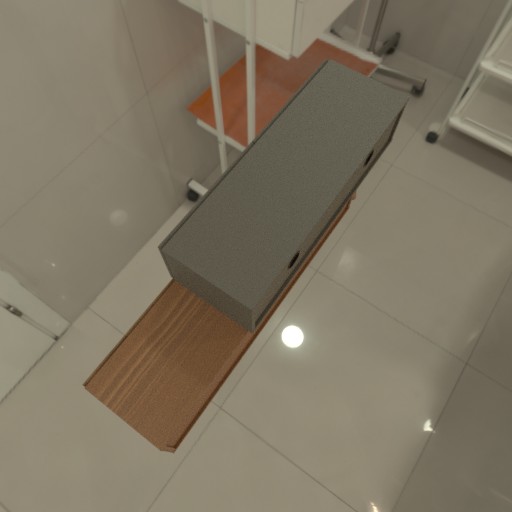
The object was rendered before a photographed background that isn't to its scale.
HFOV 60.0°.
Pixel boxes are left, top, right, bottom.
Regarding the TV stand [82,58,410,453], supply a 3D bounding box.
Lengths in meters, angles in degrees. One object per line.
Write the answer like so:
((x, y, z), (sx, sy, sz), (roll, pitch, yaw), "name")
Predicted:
((0.000, 0.000, 1.562), (0.329, 0.591, 1.336), (32, 69, 14), "TV stand")
